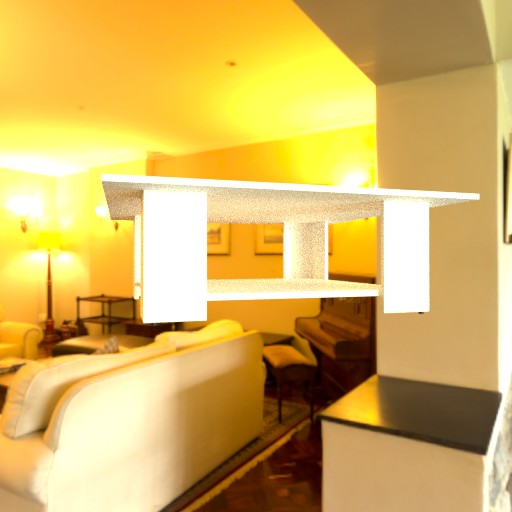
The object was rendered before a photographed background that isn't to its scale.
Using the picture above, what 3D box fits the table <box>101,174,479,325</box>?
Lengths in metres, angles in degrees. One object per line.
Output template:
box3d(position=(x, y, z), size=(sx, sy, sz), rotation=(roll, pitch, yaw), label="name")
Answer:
box3d(position=(0.000, 0.000, 1.397), size=(0.890, 0.305, 0.890), rotation=(0, 0, -17), label="table")
